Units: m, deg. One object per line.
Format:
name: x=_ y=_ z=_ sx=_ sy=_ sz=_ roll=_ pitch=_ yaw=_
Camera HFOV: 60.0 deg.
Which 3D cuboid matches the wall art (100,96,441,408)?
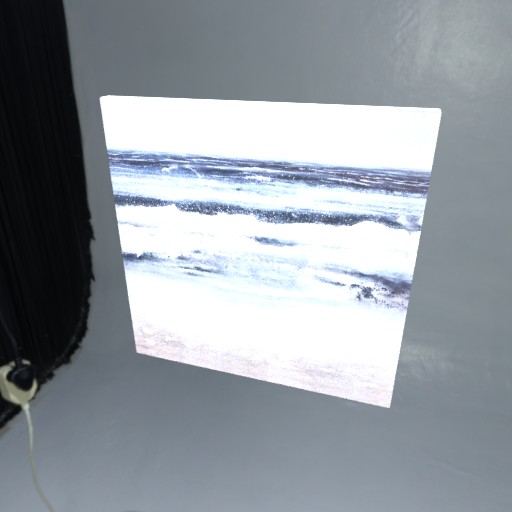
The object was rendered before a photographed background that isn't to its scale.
wall art: x=0.000 y=0.000 z=1.128 sx=0.755 sy=0.747 sz=0.065 roll=8 pitch=27 yaw=16
